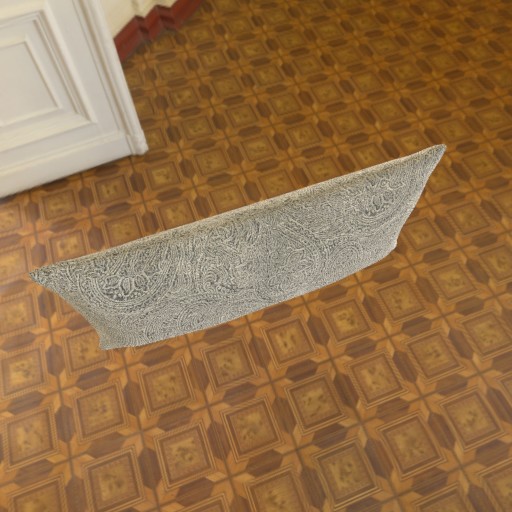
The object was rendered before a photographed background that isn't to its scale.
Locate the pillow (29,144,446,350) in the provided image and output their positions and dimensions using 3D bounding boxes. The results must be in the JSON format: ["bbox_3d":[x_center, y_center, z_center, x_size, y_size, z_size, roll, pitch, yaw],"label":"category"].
[{"bbox_3d":[0.000,0.000,0.738,0.615,0.295,0.151,-19,62,-10],"label":"pillow"}]
